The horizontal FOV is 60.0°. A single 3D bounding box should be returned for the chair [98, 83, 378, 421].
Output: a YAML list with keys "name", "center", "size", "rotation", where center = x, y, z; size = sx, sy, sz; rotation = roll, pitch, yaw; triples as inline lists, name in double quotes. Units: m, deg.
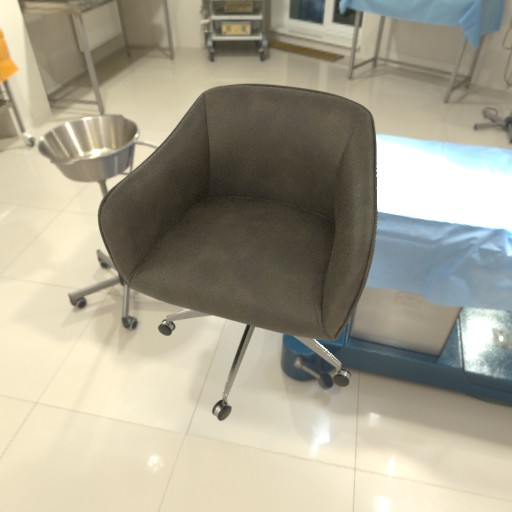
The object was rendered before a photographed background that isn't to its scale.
- name: "chair"
  center: [0.000, 0.000, 1.366]
  size: [0.713, 0.827, 0.689]
  rotation: [13, 42, 14]
